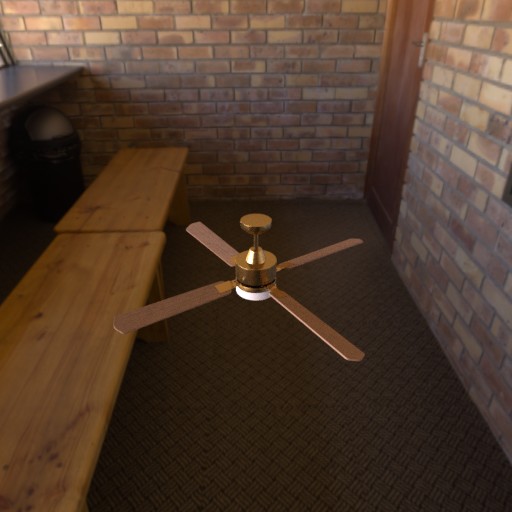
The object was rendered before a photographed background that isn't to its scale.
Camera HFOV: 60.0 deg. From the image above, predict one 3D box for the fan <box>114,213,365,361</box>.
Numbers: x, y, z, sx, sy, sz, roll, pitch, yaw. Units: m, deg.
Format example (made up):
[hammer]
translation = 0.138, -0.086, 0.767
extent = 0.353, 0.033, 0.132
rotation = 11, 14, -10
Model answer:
[fan]
translation = 0.000, 0.000, 1.981
extent = 1.320, 0.355, 1.320
rotation = -18, 34, -29
